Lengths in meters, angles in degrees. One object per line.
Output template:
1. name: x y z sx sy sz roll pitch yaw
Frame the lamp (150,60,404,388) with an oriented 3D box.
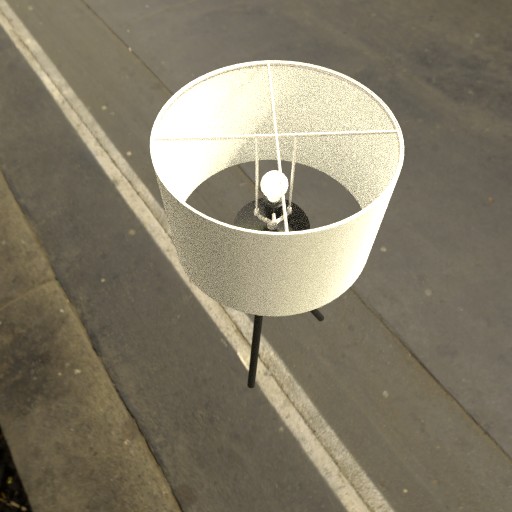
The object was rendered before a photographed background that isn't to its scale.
1. lamp: 0.000 0.000 0.914 0.422 0.674 0.353 29 61 18
